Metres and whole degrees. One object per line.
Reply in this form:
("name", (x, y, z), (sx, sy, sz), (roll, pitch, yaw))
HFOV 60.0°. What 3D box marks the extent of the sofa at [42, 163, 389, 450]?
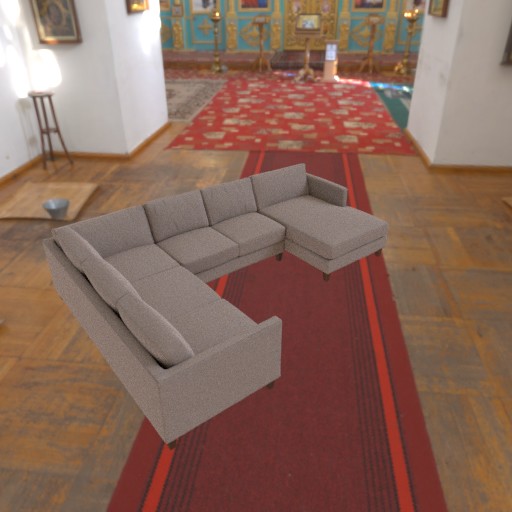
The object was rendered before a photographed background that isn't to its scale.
("sofa", (0.000, 0.000, 4.542), (3.438, 0.865, 2.424), (-21, 36, -33))
